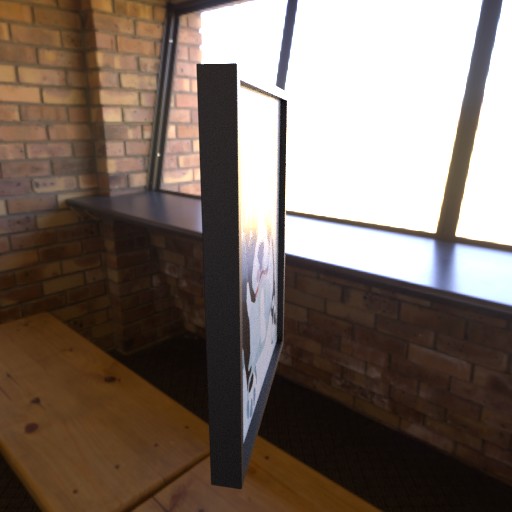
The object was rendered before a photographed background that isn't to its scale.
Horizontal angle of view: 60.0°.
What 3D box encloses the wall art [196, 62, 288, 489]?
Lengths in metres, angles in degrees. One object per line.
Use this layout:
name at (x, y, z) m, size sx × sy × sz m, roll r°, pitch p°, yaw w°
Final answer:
wall art at (0.000, 0.000, 0.504) m, size 0.030 × 0.369 × 0.294 m, roll 3°, pitch 17°, yaw 11°
